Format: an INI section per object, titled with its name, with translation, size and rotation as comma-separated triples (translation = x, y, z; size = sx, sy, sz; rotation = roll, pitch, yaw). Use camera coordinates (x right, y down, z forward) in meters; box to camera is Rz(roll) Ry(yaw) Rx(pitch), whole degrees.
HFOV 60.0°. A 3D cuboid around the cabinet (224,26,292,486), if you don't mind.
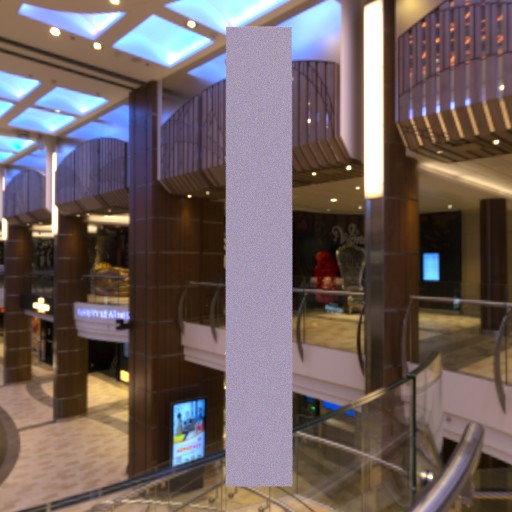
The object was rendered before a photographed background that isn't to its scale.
[cabinet]
translation = 0.000, 0.000, 1.830
size = 0.255, 1.630, 0.520
rotation = 0, -1, 0
